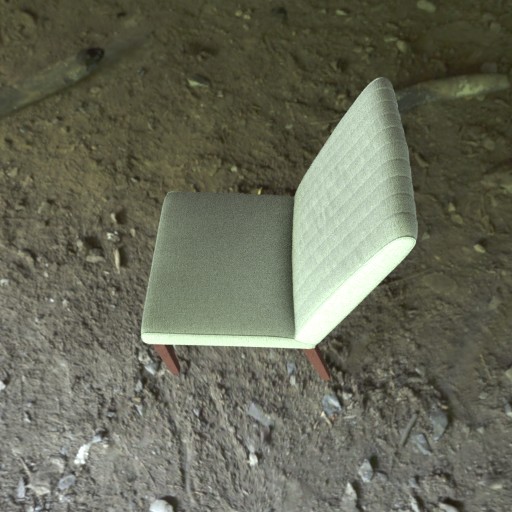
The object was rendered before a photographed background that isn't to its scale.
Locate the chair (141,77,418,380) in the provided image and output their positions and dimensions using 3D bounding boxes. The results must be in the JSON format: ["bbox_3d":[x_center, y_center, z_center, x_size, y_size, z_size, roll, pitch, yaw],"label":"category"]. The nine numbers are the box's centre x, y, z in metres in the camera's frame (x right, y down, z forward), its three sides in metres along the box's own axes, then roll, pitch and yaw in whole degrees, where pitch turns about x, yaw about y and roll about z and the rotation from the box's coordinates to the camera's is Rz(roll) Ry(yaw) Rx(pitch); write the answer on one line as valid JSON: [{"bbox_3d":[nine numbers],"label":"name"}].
[{"bbox_3d":[0.000,0.000,1.241,0.594,0.900,0.480,2,60,1],"label":"chair"}]
